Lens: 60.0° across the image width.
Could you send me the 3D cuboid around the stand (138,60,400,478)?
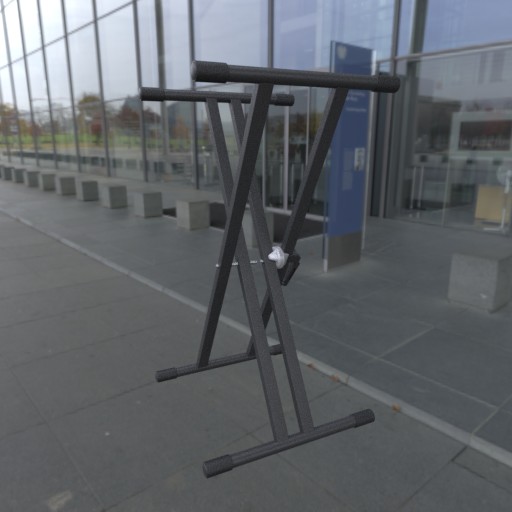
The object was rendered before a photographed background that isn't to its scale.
[{"bbox_3d":[0.000,0.000,1.224,0.495,0.900,0.503,-7,16,-25],"label":"stand"}]
